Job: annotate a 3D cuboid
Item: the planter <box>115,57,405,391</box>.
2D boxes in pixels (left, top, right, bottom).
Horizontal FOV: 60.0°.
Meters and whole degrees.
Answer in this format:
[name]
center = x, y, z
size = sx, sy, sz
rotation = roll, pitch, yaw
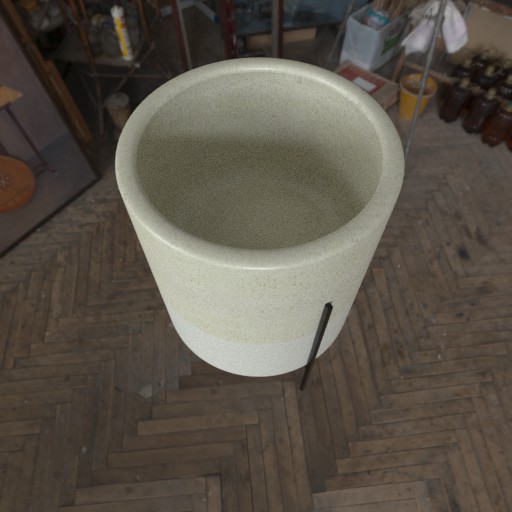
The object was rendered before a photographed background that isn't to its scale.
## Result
[planter]
center = 0.000, 0.000, 0.703
size = 0.333, 0.483, 0.324
rotation = 0, 58, 0
